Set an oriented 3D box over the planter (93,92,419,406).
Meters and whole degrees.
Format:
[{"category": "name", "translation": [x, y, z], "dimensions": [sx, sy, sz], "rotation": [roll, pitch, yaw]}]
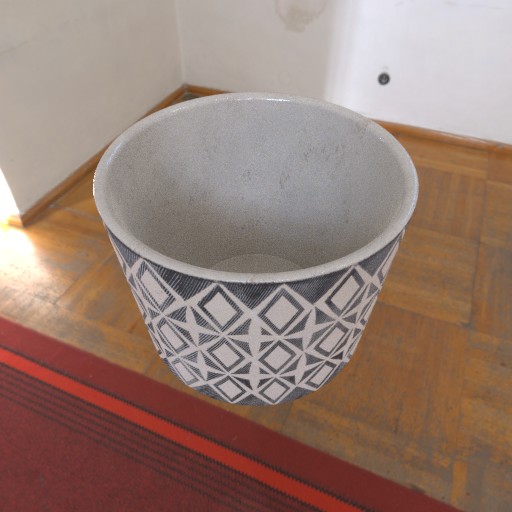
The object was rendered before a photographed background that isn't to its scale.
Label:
[{"category": "planter", "translation": [0.000, 0.000, 0.443], "dimensions": [0.260, 0.220, 0.260], "rotation": [0, 45, 0]}]
